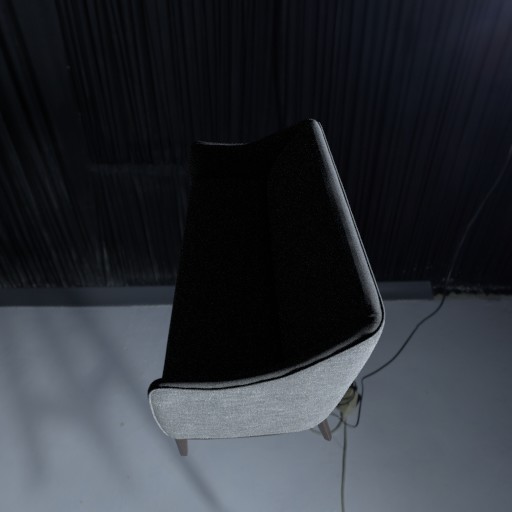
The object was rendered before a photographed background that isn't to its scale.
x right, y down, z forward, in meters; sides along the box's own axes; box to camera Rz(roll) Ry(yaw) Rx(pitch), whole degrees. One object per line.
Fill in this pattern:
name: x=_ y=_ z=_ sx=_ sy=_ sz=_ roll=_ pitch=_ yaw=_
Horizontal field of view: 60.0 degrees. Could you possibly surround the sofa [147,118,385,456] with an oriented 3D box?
sofa: x=0.000 y=0.000 z=2.398 sx=0.867 sy=0.829 sz=1.928 roll=-1 pitch=40 yaw=-2
